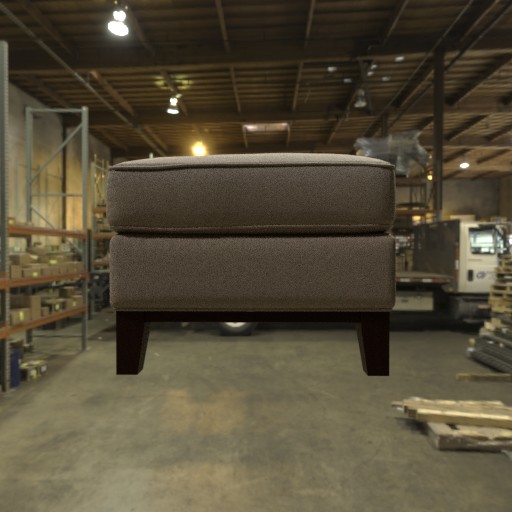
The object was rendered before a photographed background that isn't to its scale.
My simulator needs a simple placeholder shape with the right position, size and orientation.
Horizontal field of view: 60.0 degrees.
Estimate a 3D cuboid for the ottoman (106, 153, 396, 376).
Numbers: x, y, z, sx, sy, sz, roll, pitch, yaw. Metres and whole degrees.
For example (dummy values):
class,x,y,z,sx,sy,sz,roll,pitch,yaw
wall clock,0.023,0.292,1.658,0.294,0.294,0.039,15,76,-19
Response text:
class,x,y,z,sx,sy,sz,roll,pitch,yaw
ottoman,0.000,0.000,1.513,0.648,0.508,1.143,0,1,1
